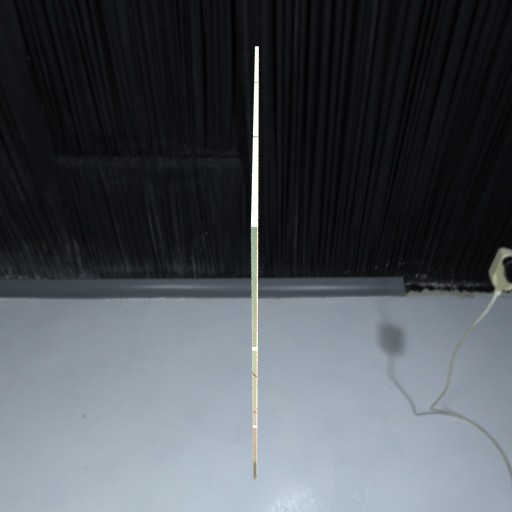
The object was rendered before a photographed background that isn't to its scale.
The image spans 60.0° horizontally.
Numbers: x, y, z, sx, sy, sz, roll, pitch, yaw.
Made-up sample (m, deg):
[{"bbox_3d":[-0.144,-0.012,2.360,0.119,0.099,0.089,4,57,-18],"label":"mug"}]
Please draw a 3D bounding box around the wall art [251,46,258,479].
[{"bbox_3d":[0.000,0.000,1.760,0.013,1.219,1.214,0,41,0],"label":"wall art"}]
